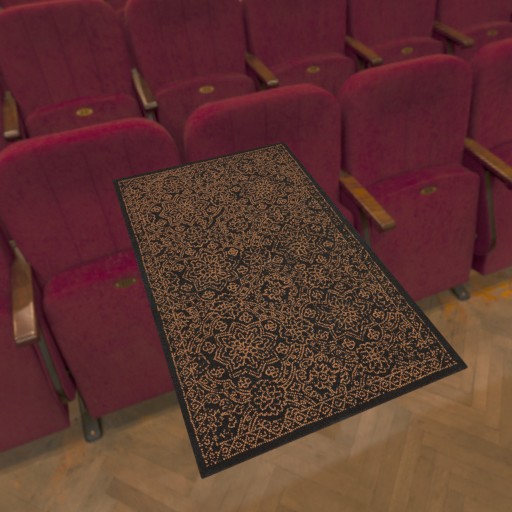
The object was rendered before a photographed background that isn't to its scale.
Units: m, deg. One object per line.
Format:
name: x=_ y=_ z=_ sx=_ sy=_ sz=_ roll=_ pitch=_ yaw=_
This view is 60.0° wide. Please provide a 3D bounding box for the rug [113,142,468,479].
rug: x=0.000 y=0.000 z=3.013 sx=1.526 sy=0.015 sz=2.441 roll=-16 pitch=49 yaw=-15
